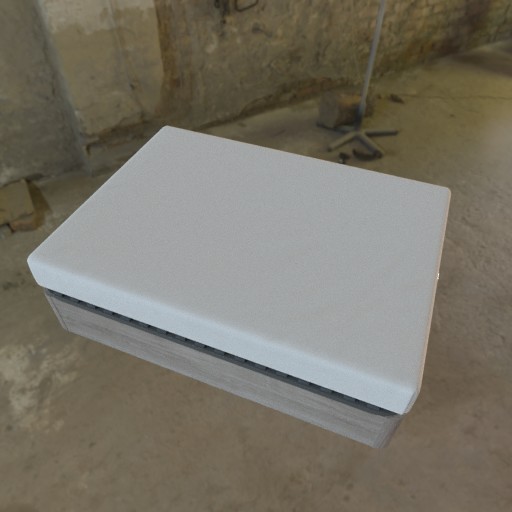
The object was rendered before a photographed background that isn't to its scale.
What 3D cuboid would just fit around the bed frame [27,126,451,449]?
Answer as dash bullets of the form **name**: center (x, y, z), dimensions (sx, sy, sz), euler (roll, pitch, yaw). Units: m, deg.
- **bed frame**: center (0.000, 0.000, 2.543), dimensions (1.900, 0.561, 1.400), euler (16, 48, 15)
